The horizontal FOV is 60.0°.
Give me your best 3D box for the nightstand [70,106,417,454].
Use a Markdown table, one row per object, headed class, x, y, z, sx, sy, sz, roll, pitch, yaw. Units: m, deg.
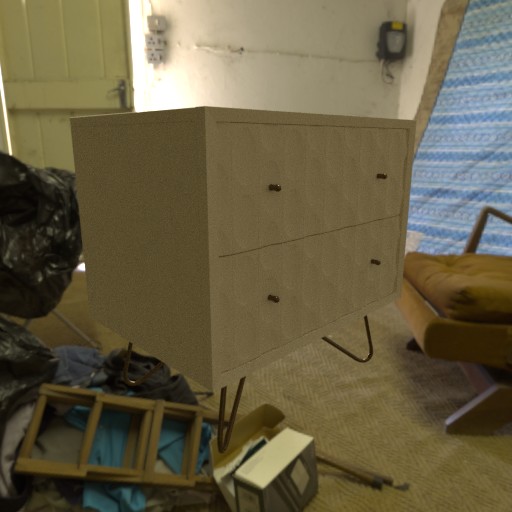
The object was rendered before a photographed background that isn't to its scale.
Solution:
| class | x | y | z | sx | sy | sz | roll | pitch | yaw |
| --- | --- | --- | --- | --- | --- | --- | --- | --- | --- |
| nightstand | 0.000 | 0.000 | 1.021 | 0.614 | 0.604 | 0.447 | -14 | 20 | -43 |
